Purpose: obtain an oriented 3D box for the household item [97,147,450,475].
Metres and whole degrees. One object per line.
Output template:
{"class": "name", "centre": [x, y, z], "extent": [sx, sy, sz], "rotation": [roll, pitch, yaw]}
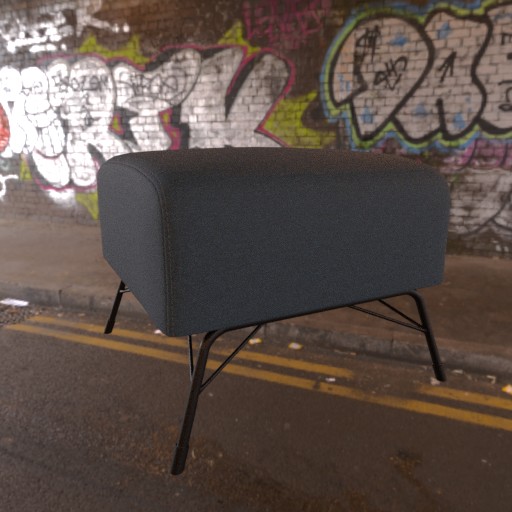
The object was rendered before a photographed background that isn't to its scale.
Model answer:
{"class": "household item", "centre": [0.000, 0.000, 0.878], "extent": [0.530, 0.420, 0.530], "rotation": [-7, 16, -27]}
